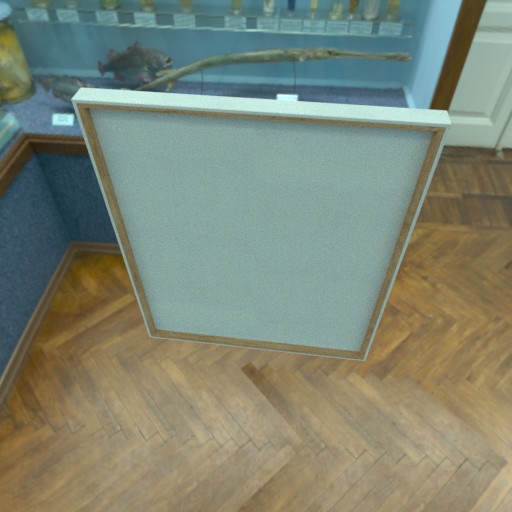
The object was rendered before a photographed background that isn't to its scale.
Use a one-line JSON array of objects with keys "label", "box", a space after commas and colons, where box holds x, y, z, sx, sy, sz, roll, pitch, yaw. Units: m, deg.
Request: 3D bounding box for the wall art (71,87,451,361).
[{"label": "wall art", "box": [0.000, 0.000, 0.822, 0.508, 0.606, 0.037, 5, 48, 5]}]
